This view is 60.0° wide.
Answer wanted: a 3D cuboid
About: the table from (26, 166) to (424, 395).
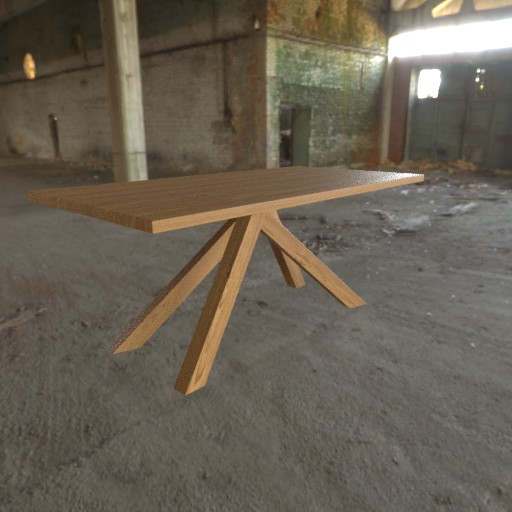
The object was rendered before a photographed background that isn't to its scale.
[{"bbox_3d":[0.000,0.000,2.253,0.901,0.750,1.797,14,21,41],"label":"table"}]
